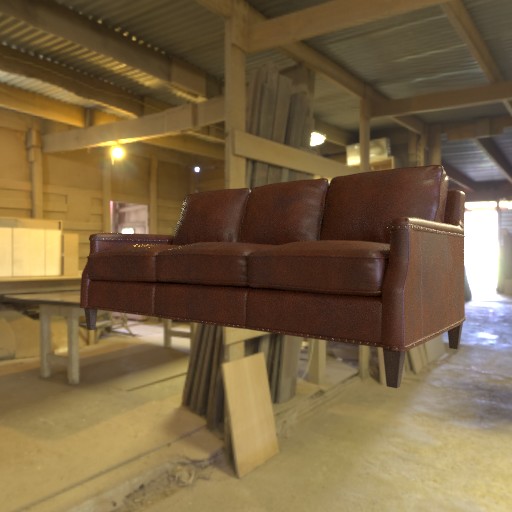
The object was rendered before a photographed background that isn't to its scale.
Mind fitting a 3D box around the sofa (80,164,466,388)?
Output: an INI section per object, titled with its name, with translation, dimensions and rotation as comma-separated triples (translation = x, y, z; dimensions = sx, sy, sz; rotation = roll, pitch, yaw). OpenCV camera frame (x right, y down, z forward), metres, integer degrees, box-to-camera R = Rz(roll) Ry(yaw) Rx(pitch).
[sofa]
translation = 0.000, 0.000, 2.736
dimensions = 2.240, 1.003, 1.084
rotation = 0, 0, 38
